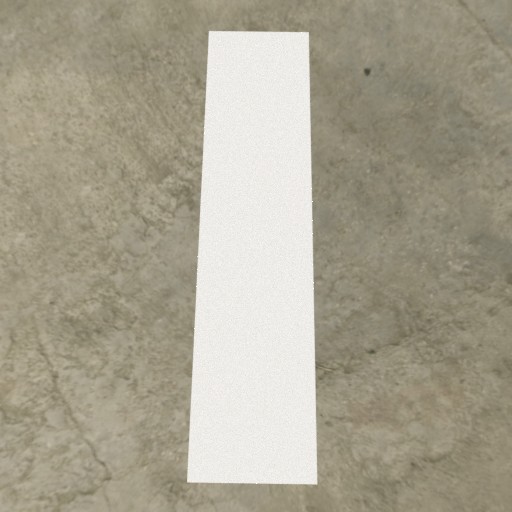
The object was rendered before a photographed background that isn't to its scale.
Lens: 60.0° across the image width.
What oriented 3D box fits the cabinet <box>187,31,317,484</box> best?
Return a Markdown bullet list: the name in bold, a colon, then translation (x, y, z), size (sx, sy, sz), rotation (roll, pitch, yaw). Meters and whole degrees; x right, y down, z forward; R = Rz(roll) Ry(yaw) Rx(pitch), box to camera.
- **cabinet**: translation (0.000, 0.000, 1.955), size (0.400, 0.800, 1.650), rotation (1, 75, 0)
